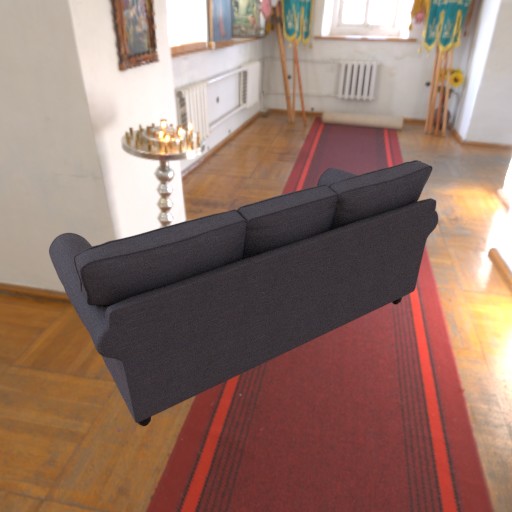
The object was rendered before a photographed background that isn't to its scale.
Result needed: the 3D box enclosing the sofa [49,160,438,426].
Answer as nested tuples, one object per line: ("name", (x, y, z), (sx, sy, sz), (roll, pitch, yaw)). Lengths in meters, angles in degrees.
("sofa", (0.000, 0.000, 2.594), (2.084, 0.966, 0.909), (-19, 35, -28))
